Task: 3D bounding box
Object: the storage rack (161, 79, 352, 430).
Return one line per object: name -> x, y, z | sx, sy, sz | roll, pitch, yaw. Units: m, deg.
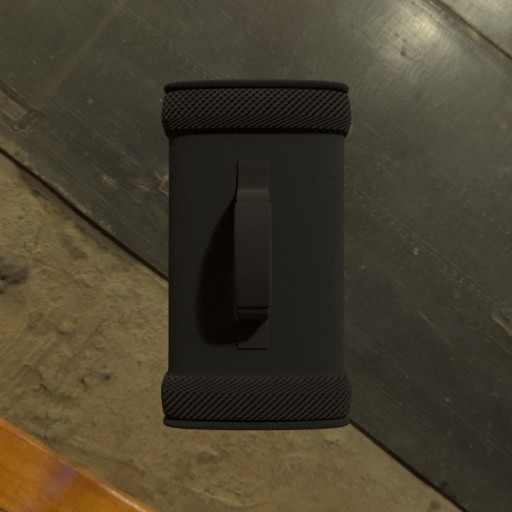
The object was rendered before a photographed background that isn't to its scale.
storage rack -> 0.000, 0.000, 0.532 | 0.168, 0.387, 0.297 | 0, 89, 0
